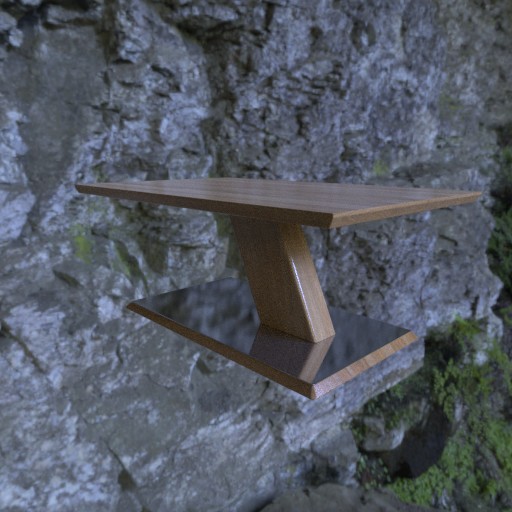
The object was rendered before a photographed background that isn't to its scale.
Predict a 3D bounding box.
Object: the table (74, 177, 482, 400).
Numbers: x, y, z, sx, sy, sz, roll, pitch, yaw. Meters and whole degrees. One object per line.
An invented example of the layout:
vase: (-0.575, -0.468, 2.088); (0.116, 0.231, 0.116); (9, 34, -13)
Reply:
table: (0.000, 0.000, 1.436); (0.692, 0.441, 1.100); (-12, 18, -43)
